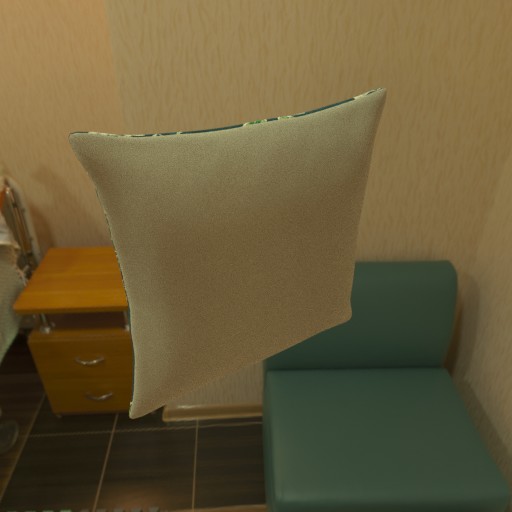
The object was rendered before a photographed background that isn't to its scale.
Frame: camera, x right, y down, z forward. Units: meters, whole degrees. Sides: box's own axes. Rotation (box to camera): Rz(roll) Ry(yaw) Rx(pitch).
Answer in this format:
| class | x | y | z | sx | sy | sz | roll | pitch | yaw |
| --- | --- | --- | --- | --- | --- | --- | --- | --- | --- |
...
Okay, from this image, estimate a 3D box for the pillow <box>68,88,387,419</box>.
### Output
| class | x | y | z | sx | sy | sz | roll | pitch | yaw |
| --- | --- | --- | --- | --- | --- | --- | --- | --- | --- |
| pillow | 0.000 | 0.000 | 0.770 | 0.525 | 0.508 | 0.166 | -18 | 36 | -28 |
